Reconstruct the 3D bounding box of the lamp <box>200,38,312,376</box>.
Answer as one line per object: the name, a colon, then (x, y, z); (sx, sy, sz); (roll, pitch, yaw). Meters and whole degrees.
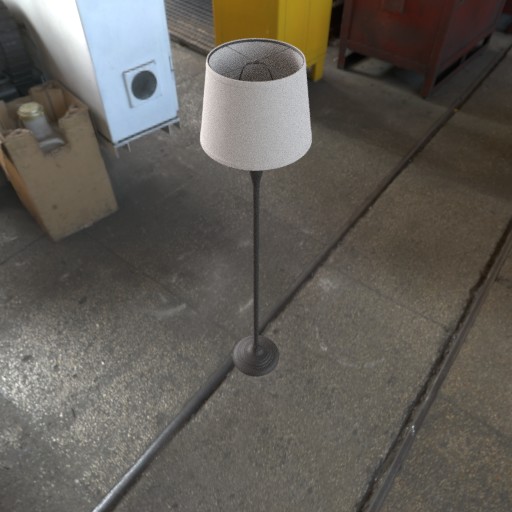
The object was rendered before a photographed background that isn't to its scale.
lamp: (0.000, 0.000, 1.691); (0.327, 1.506, 0.327); (3, 48, 2)
